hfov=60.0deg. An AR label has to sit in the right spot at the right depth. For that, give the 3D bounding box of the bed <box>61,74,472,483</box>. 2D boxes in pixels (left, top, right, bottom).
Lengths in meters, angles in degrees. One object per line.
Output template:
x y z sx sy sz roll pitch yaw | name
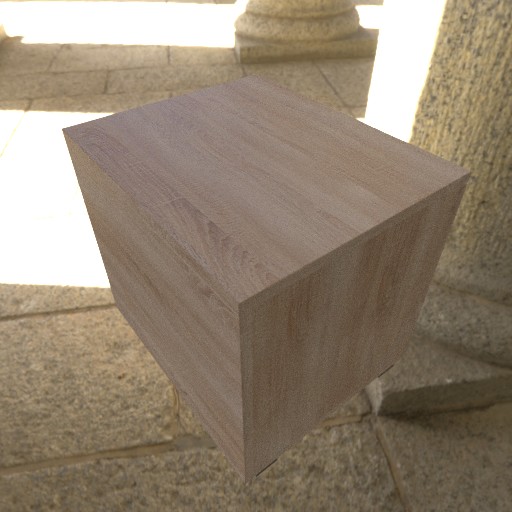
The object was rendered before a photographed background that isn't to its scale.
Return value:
0.000 0.000 0.775 0.401 0.420 0.460 -27 48 -27 | bed
